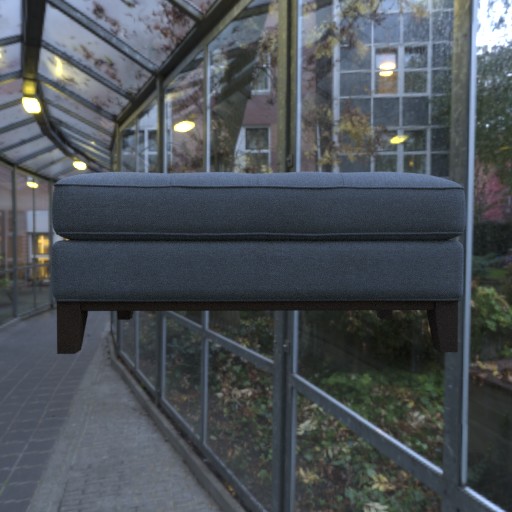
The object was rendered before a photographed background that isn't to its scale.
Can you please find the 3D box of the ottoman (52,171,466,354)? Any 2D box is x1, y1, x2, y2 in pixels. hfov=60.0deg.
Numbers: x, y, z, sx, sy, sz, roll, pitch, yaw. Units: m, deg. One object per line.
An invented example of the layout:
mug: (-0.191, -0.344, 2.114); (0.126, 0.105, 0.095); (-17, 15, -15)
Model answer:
ottoman: (0.000, 0.000, 1.495); (1.143, 0.514, 0.648); (0, 1, -1)
